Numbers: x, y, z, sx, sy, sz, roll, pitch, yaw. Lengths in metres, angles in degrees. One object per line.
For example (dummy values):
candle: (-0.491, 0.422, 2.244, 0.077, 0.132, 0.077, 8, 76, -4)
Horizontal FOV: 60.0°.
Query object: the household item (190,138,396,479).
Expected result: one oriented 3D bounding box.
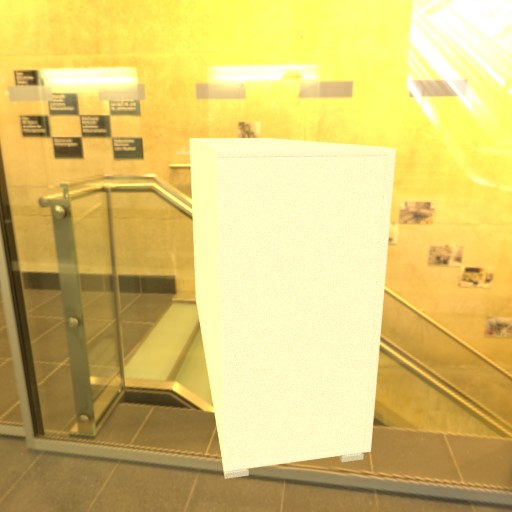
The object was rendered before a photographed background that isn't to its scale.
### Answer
household item: (0.000, 0.000, 1.730, 0.420, 0.867, 1.300, -3, 16, -10)
